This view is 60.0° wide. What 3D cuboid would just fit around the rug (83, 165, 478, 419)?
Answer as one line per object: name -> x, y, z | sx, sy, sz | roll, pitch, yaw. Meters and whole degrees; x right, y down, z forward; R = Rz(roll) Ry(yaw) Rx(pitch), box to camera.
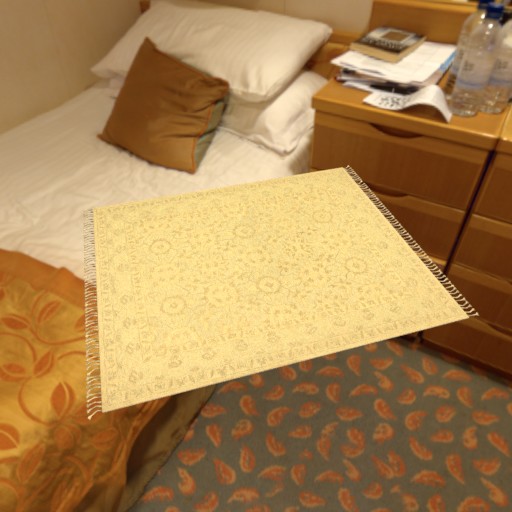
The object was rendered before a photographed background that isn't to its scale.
rug -> 0.000, 0.000, 4.088 | 3.043, 0.013, 2.444 | -11, 44, -12
